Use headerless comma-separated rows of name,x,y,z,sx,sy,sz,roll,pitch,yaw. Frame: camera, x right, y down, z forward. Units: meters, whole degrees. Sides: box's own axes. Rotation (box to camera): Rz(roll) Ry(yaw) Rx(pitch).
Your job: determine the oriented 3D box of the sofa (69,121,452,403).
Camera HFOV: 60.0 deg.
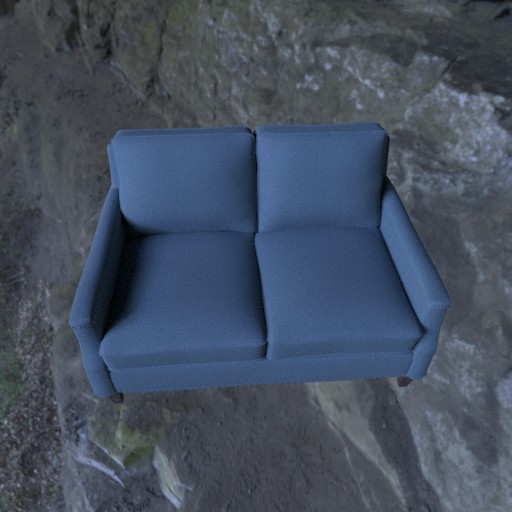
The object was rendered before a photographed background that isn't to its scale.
sofa,0.000,0.000,2.232,1.597,1.003,1.084,-3,45,-3
